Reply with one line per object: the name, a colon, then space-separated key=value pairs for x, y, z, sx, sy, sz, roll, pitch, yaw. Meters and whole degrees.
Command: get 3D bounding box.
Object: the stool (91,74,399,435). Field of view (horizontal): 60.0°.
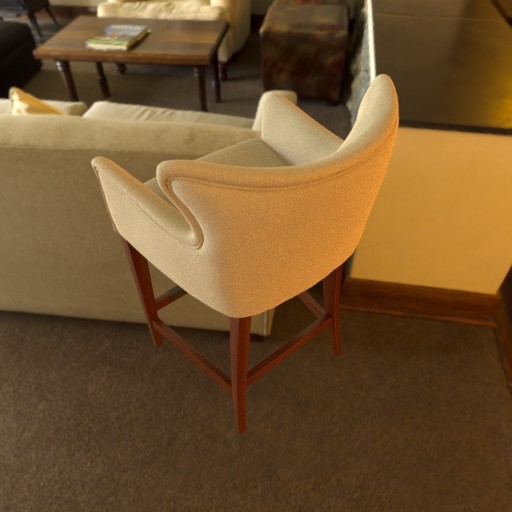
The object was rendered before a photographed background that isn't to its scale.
stool: x=0.000 y=0.000 z=1.256 sx=0.601 sy=0.951 sz=0.570 roll=-30 pitch=51 yaw=-27
